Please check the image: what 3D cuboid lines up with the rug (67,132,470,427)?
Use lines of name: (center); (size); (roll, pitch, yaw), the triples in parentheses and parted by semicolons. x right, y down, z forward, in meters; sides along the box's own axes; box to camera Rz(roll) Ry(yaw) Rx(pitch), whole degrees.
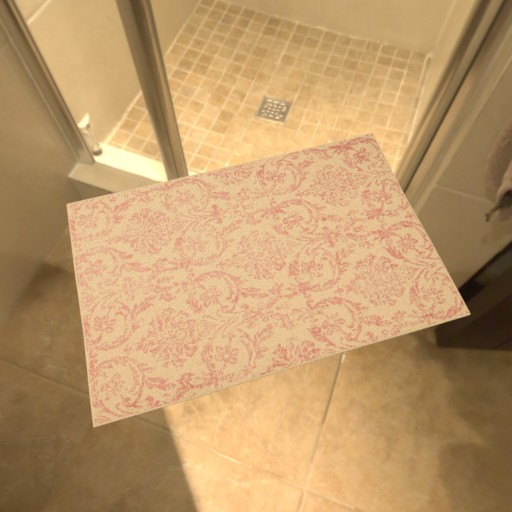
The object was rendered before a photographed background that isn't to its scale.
rug: (0.000, 0.000, 3.462); (2.746, 0.018, 1.819); (-15, 64, -7)
